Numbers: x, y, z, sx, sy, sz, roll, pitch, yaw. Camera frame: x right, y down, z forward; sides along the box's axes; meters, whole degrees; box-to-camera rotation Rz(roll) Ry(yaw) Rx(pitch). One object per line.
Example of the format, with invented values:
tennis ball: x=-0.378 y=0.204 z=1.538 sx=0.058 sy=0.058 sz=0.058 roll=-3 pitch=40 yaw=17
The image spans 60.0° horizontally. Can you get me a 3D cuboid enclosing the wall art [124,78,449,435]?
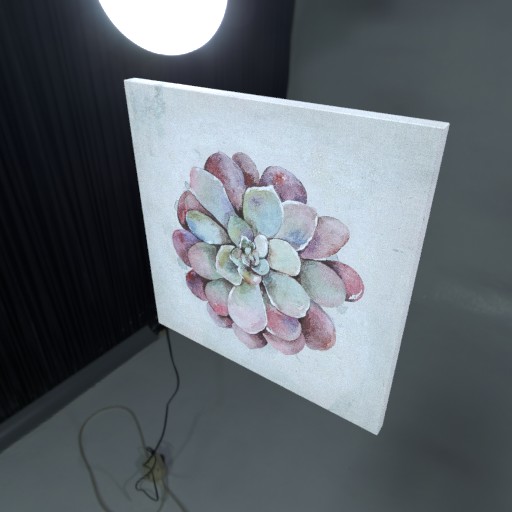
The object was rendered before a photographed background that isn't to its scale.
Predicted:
wall art: x=0.000 y=0.000 z=1.107 sx=0.762 sy=0.762 sz=0.041 roll=20 pitch=36 yaw=29
